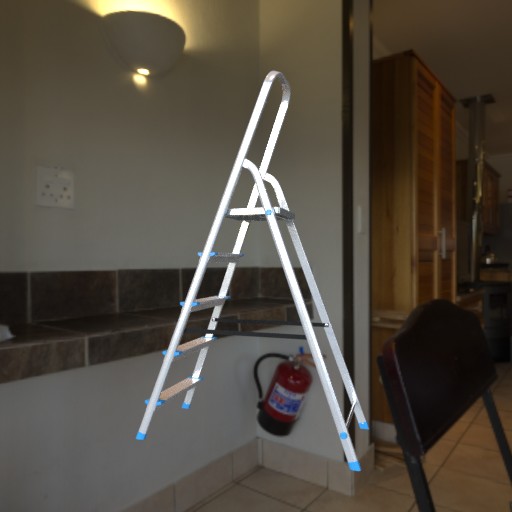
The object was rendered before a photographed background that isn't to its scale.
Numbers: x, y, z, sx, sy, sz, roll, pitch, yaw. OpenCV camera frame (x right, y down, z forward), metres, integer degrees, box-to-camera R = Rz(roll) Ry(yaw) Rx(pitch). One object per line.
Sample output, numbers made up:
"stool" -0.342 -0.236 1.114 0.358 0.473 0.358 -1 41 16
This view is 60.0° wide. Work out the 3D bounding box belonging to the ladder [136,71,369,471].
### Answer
"ladder" 0.000 0.000 2.071 0.990 1.648 0.468 0 -1 18
